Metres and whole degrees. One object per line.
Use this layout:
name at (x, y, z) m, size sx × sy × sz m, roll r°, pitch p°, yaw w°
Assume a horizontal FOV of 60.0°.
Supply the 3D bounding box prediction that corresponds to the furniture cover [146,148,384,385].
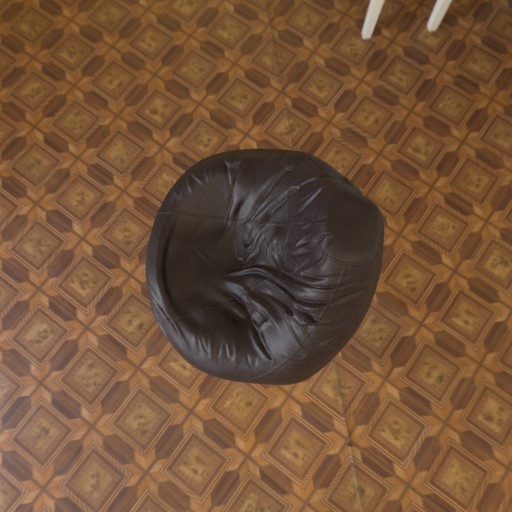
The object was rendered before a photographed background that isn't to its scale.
furniture cover at (0.000, 0.000, 1.916) m, size 1.070 × 0.990 × 1.070 m, roll 4°, pitch 76°, yaw 1°
